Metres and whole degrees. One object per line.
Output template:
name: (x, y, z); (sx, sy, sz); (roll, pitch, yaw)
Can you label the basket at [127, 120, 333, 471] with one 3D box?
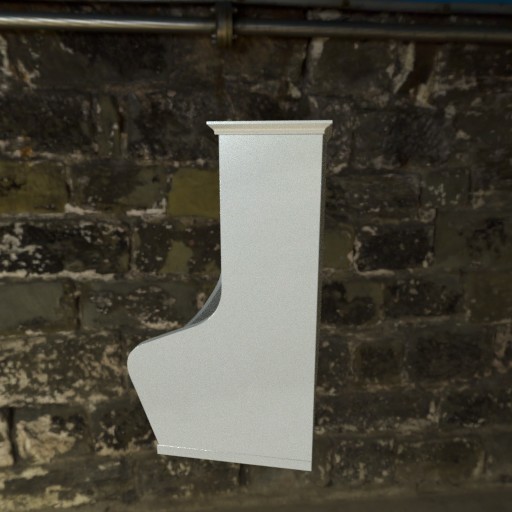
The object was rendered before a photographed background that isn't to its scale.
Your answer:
basket: (0.000, 0.000, 1.107); (0.350, 0.600, 0.780); (2, 14, 9)
